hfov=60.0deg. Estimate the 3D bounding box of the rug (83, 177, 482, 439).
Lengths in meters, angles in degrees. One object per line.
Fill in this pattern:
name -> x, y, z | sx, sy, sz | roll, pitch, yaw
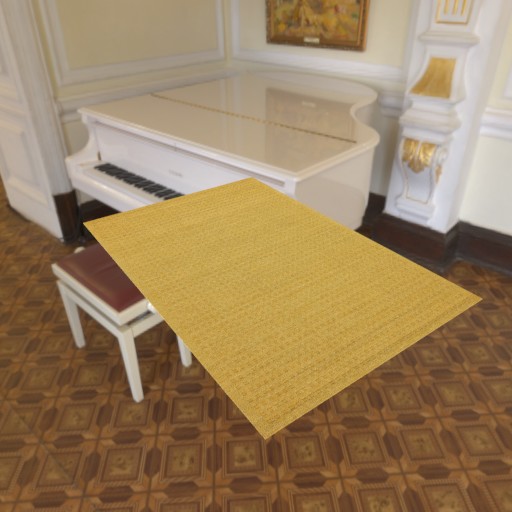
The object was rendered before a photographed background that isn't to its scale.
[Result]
rug -> 0.000, 0.000, 3.735 | 1.981, 0.006, 2.895 | -21, 38, -30
